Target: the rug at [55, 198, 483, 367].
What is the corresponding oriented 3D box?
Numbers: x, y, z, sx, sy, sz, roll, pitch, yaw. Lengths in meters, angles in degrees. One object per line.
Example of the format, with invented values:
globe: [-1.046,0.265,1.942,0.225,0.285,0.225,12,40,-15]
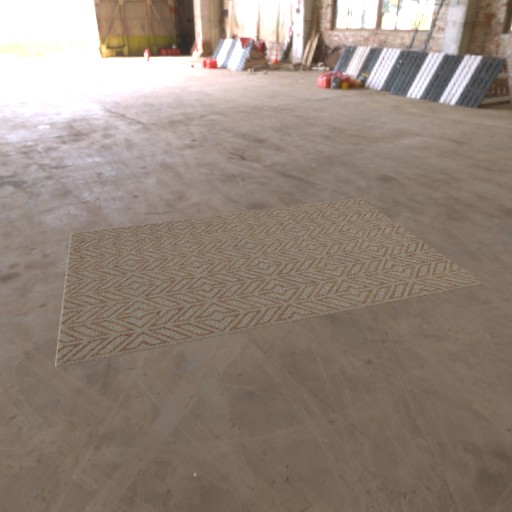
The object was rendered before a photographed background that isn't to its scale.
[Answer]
rug: [0.000,0.000,3.017,2.438,0.008,1.523,-9,30,-15]
